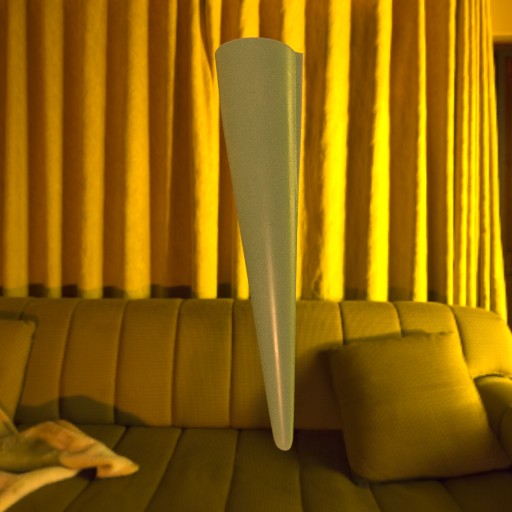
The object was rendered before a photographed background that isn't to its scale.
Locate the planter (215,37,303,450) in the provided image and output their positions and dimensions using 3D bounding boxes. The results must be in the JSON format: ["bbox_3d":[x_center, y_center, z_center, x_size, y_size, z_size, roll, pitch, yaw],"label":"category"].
[{"bbox_3d":[0.000,0.000,0.298,0.055,0.268,0.054,0,1,-18],"label":"planter"}]
